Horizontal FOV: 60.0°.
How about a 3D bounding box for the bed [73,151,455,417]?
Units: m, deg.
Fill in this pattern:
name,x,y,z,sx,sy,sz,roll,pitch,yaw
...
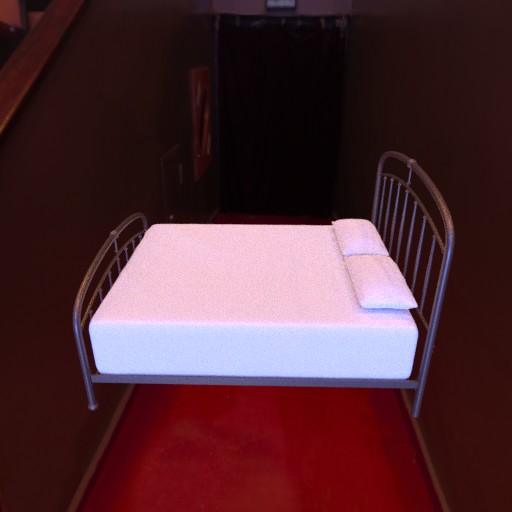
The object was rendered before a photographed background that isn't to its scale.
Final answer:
name,x,y,z,sx,sy,sz,roll,pitch,yaw
bed,0.000,0.000,3.328,2.168,1.475,1.711,1,26,1
